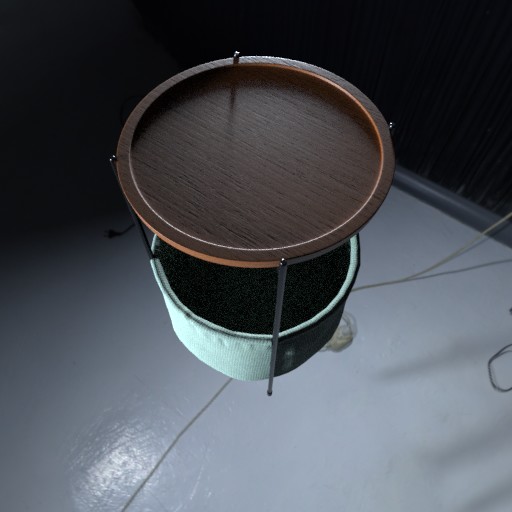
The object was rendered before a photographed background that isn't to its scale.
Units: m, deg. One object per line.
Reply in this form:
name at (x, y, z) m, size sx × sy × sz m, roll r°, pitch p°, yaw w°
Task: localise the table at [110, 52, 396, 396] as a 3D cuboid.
table at (0.000, 0.000, 0.884) m, size 0.400 × 0.623 × 0.400 m, roll 32°, pitch 64°, yaw 17°
